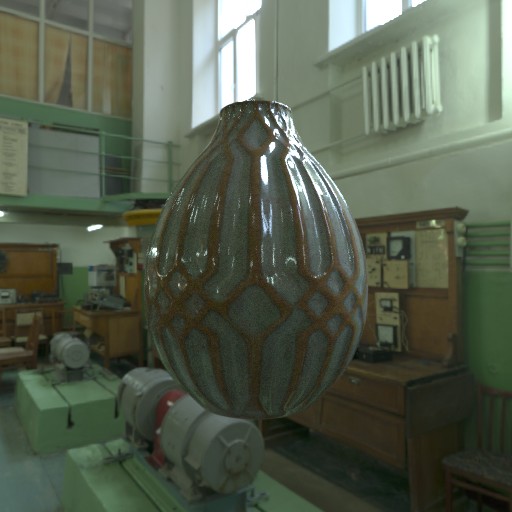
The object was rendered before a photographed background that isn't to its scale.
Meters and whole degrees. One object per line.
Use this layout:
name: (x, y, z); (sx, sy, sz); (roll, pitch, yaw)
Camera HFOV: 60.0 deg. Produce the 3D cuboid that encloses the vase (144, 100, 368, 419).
vase: (0.000, 0.000, 0.268); (0.131, 0.175, 0.131); (0, -1, 0)
